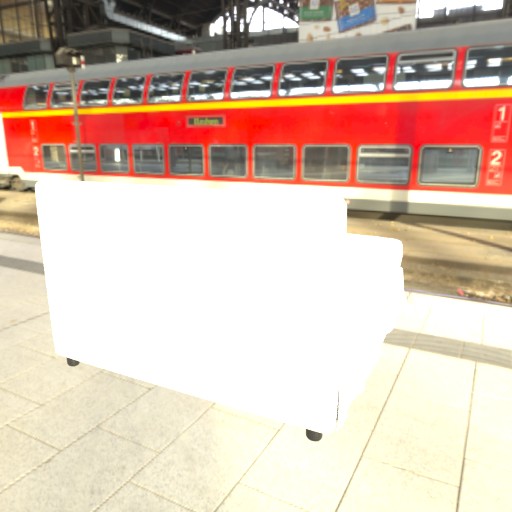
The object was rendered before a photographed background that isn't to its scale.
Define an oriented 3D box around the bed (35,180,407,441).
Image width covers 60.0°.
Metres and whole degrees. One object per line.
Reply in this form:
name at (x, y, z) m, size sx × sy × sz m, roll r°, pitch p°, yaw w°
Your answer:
bed at (0.000, 0.000, 3.566) m, size 2.119 × 1.317 × 2.341 m, roll 7°, pitch 16°, yaw 26°
